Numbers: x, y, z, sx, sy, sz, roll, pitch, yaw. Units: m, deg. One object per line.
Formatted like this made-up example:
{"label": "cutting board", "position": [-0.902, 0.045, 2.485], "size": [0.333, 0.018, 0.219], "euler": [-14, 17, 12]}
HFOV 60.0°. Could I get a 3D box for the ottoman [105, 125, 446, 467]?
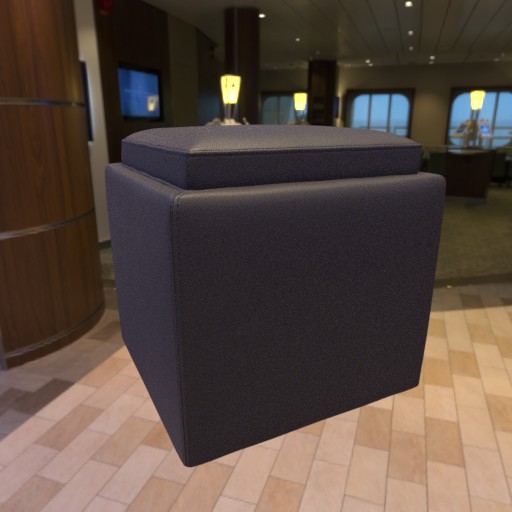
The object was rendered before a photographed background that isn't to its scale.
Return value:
{"label": "ottoman", "position": [0.000, 0.000, 0.811], "size": [0.450, 0.460, 0.451], "euler": [-9, 19, -26]}
